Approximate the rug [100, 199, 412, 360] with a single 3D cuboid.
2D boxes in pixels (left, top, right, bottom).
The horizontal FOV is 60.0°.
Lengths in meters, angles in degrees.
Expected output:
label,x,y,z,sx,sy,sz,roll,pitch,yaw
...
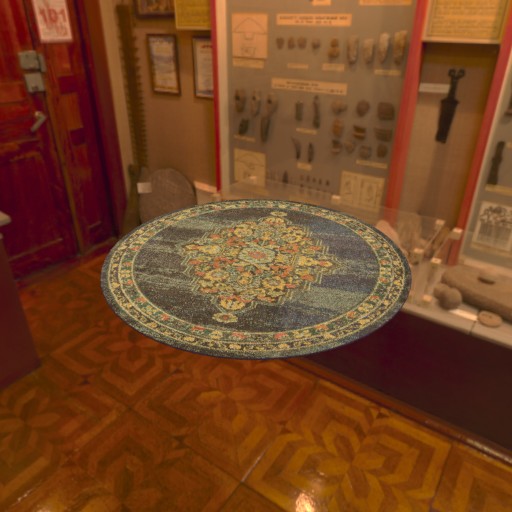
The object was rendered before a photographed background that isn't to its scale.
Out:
label,x,y,z,sx,sy,sz,roll,pitch,yaw
rug,0.000,0.000,2.368,1.591,0.010,1.591,0,30,0
